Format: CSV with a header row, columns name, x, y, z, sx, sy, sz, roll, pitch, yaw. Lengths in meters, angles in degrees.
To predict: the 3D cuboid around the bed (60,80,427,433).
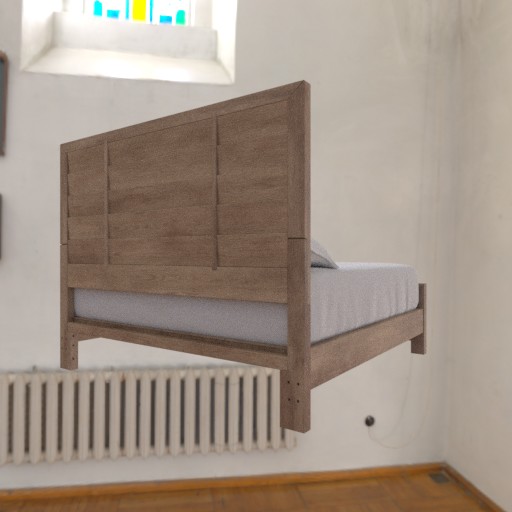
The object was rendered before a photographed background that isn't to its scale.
name,x,y,z,sx,sy,sz,roll,pitch,yaw
bed,0.000,0.000,3.460,2.032,1.626,2.062,0,0,36
